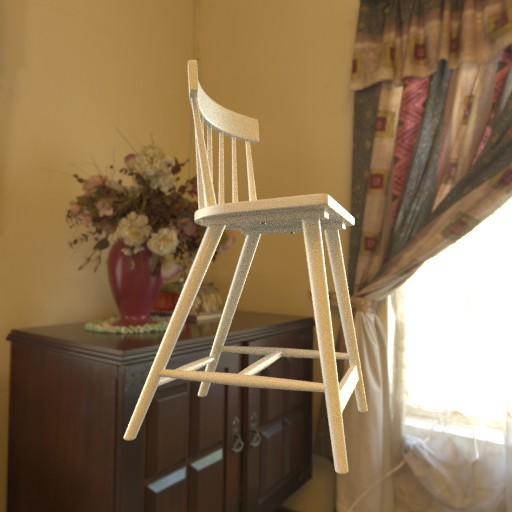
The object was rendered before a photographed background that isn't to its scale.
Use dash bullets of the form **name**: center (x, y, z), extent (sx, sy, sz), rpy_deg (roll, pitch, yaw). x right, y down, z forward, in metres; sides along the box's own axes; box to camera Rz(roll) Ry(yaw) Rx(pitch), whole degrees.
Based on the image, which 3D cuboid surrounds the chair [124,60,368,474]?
- **chair**: center (0.000, 0.000, 1.263), extent (0.572, 0.952, 0.483), rpy_deg (-1, -2, 19)
